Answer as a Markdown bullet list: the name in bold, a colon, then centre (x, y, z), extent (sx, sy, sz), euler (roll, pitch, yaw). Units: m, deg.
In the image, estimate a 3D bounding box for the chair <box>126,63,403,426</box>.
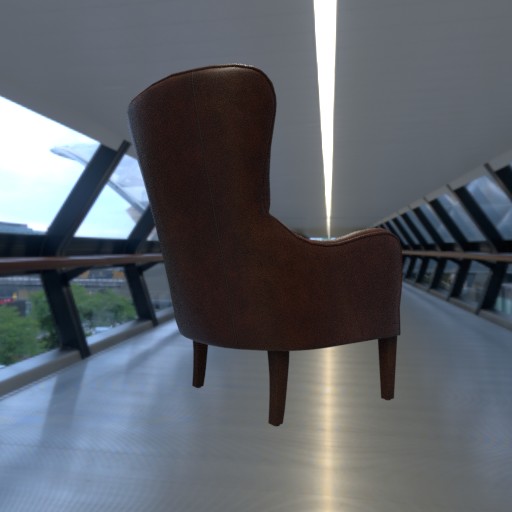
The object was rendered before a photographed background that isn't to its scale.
- **chair**: centre (0.000, 0.000, 1.634), extent (0.914, 1.048, 0.692), euler (0, 0, -36)
